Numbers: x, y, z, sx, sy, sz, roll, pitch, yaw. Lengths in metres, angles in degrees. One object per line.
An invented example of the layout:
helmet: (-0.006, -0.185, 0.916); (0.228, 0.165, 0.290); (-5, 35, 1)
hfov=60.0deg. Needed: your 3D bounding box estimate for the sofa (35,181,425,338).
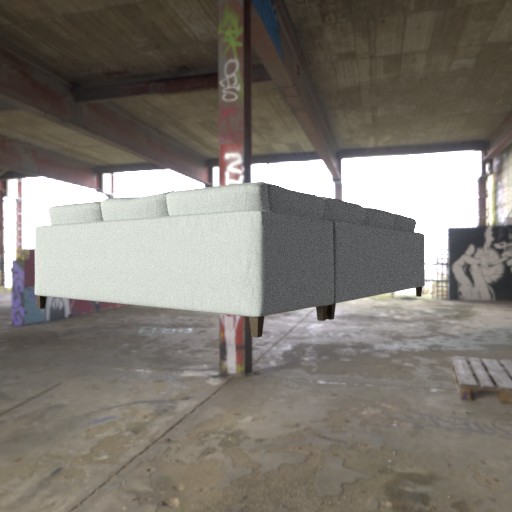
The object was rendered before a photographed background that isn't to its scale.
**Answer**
sofa: (0.000, 0.000, 4.523); (2.522, 0.934, 3.333); (0, 0, 36)
